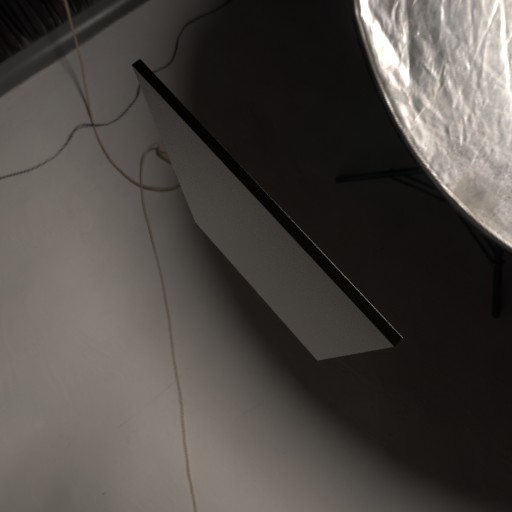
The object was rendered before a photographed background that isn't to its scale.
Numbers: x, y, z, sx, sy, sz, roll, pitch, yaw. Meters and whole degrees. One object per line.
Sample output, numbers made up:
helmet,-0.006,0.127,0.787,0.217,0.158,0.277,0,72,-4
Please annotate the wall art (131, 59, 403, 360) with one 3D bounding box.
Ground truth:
wall art,0.000,0.000,0.775,0.013,0.582,0.442,-40,79,-10
